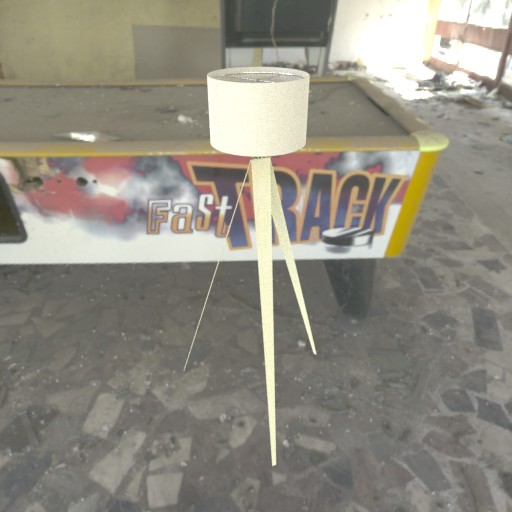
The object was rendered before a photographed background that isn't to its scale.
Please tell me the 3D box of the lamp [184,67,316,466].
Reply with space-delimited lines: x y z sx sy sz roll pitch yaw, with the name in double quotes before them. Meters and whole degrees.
"lamp" 0.000 0.000 1.958 0.724 1.524 0.716 21 36 31
